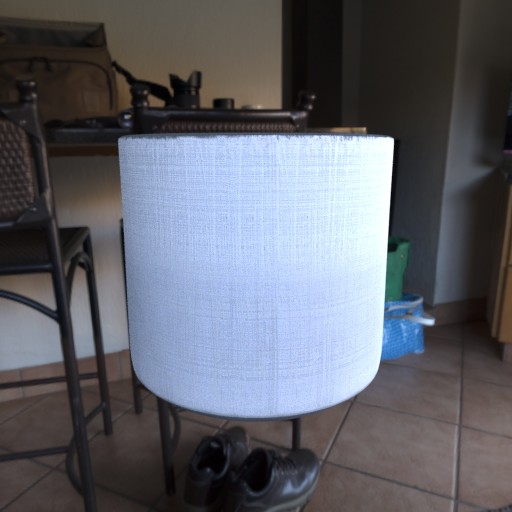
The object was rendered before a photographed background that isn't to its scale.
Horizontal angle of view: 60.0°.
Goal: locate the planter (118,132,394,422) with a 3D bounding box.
[{"bbox_3d":[0.000,0.000,0.387,0.221,0.201,0.221,0,14,0],"label":"planter"}]
